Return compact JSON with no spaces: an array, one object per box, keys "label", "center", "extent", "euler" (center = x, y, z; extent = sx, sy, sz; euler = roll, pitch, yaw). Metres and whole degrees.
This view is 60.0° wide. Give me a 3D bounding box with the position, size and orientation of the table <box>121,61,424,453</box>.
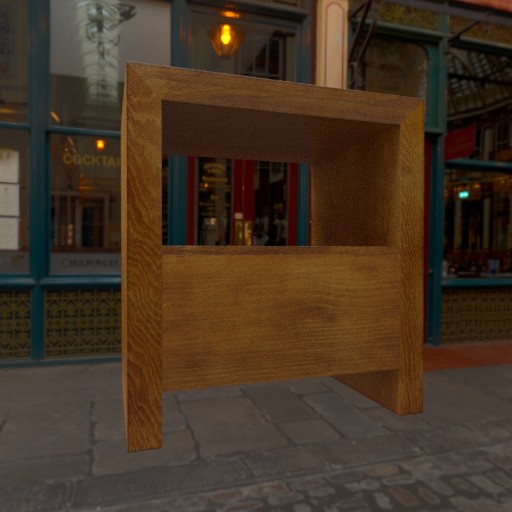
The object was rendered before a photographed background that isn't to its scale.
[{"label":"table","center":[0.000,0.000,0.959],"extent":[0.550,0.605,0.400],"euler":[0,1,-18]}]
